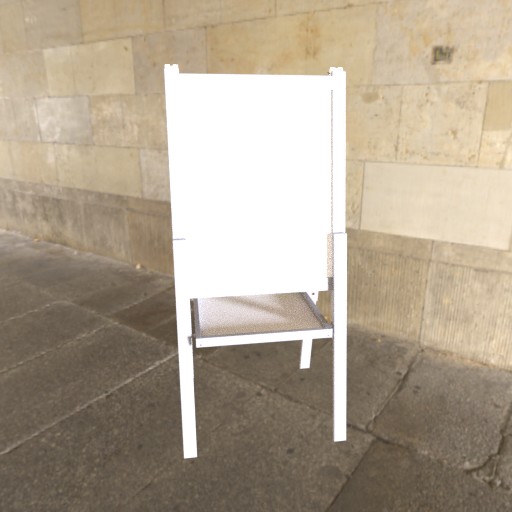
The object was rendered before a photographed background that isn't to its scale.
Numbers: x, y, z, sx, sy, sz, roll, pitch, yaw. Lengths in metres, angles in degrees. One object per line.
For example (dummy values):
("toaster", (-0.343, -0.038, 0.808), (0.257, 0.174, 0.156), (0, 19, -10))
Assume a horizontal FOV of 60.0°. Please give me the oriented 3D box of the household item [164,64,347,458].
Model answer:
("household item", (0.000, 0.000, 1.481), (0.531, 1.172, 0.469), (-3, 18, -8))
